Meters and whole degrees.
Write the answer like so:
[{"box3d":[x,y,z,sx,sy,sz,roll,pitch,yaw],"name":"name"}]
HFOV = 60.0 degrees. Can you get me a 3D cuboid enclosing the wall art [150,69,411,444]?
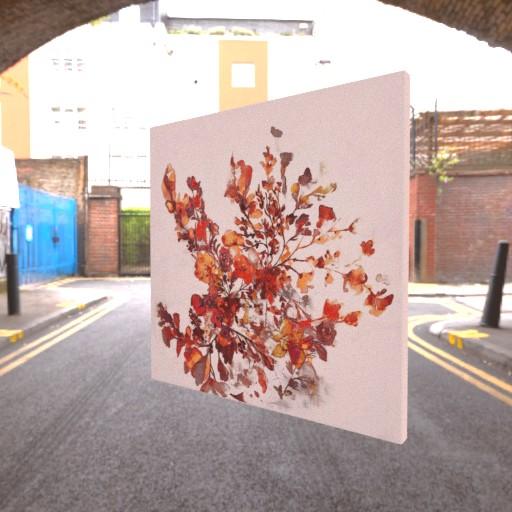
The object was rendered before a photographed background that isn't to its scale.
[{"box3d":[0.000,0.000,1.503,1.009,1.009,0.049,1,2,36],"name":"wall art"}]
